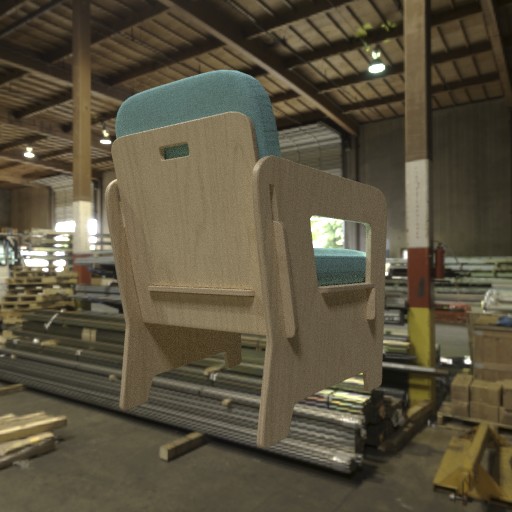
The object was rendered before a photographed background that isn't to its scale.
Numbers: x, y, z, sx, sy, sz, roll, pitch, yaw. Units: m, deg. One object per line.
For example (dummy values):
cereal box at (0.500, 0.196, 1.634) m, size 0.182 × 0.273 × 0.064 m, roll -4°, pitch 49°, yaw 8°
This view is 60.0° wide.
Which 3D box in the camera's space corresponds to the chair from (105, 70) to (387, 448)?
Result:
chair at (0.000, 0.000, 1.285) m, size 0.590 × 0.800 × 0.710 m, roll 0°, pitch -1°, yaw 33°
